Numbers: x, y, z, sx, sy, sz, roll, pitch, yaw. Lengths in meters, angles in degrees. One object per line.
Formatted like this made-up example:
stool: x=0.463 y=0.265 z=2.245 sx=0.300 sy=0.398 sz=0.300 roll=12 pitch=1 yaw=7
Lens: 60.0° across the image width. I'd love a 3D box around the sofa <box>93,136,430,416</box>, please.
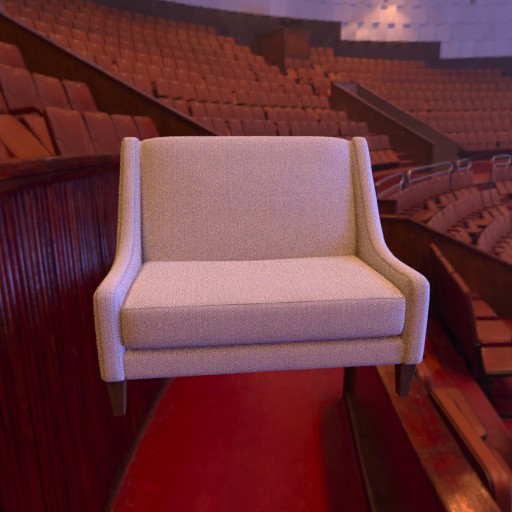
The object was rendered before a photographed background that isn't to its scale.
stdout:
sofa: x=0.000 y=0.000 z=1.969 sx=1.242 sy=1.022 sz=0.870 roll=-2 pitch=16 yaw=-6
